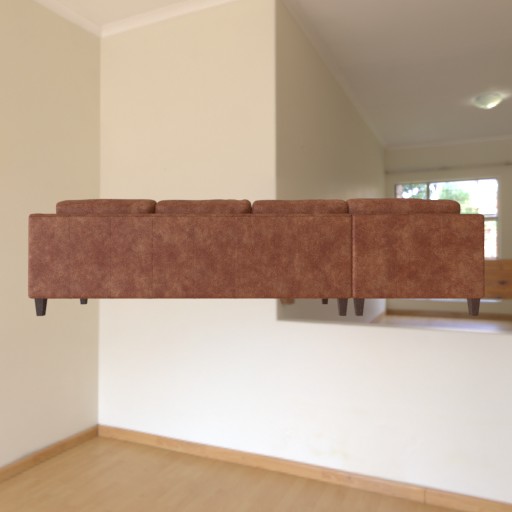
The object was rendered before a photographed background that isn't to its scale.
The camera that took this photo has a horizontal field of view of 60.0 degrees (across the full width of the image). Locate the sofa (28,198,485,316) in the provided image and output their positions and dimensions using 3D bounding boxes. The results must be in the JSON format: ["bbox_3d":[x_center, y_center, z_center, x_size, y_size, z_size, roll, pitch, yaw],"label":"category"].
[{"bbox_3d":[0.000,0.000,4.256,3.150,0.838,2.438,0,0,0],"label":"sofa"}]
